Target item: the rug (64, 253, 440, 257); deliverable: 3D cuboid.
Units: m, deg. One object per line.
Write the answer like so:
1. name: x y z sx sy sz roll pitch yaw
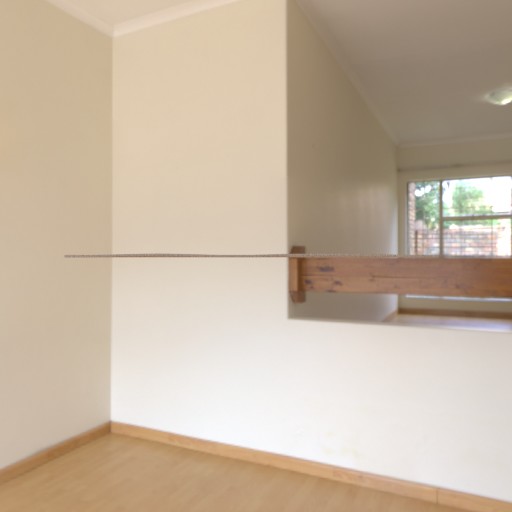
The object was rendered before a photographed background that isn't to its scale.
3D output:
1. rug: 0.000 0.000 2.351 1.220 0.013 1.829 0 0 1
